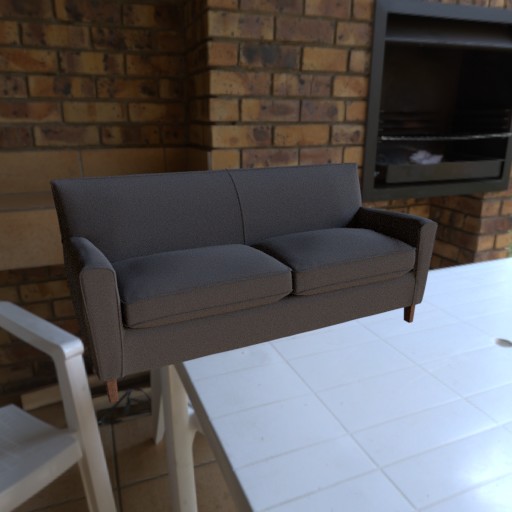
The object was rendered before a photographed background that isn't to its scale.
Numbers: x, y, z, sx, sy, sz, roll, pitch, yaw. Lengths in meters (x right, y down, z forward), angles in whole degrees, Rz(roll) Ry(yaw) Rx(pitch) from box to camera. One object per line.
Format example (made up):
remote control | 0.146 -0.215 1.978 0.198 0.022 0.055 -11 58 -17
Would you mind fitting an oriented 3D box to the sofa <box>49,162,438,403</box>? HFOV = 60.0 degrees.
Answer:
sofa | 0.000 0.000 2.521 2.002 0.907 0.843 -9 19 -26
